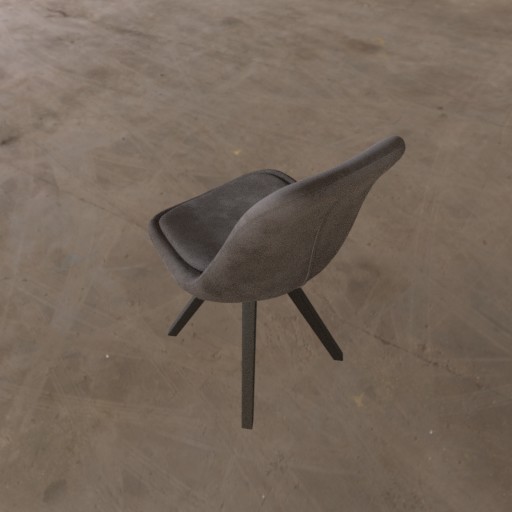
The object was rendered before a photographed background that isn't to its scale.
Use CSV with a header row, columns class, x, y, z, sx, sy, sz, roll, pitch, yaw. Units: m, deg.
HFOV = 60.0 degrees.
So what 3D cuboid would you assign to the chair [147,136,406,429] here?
class,x,y,z,sx,sy,sz,roll,pitch,yaw
chair,0.000,0.000,1.179,0.476,0.850,0.550,-29,52,-25
